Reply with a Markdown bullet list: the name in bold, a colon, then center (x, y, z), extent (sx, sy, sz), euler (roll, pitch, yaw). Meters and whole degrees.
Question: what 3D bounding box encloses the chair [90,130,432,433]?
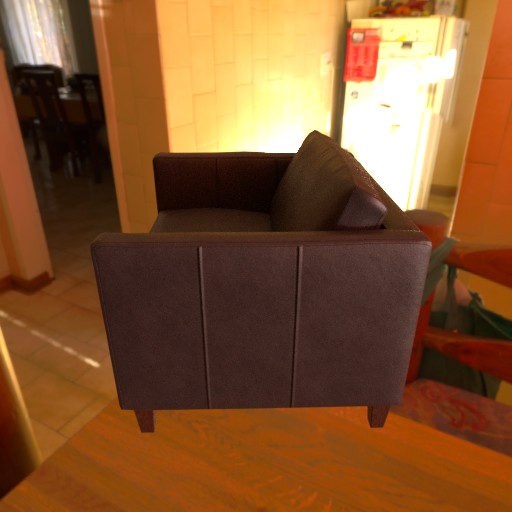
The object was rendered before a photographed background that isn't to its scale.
- **chair**: center (0.000, 0.000, 1.606), extent (0.862, 0.811, 0.939), euler (-1, 27, -1)
